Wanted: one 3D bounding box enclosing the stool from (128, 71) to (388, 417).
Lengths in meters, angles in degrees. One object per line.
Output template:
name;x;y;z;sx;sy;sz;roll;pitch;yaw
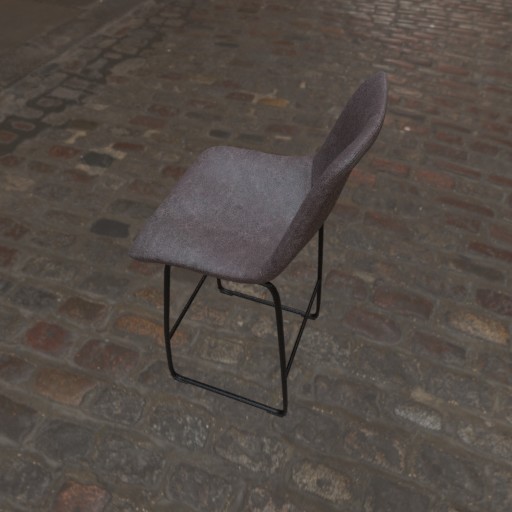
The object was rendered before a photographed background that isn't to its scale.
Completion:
stool;0.000;0.000;1.357;0.561;1.082;0.514;15;49;13
